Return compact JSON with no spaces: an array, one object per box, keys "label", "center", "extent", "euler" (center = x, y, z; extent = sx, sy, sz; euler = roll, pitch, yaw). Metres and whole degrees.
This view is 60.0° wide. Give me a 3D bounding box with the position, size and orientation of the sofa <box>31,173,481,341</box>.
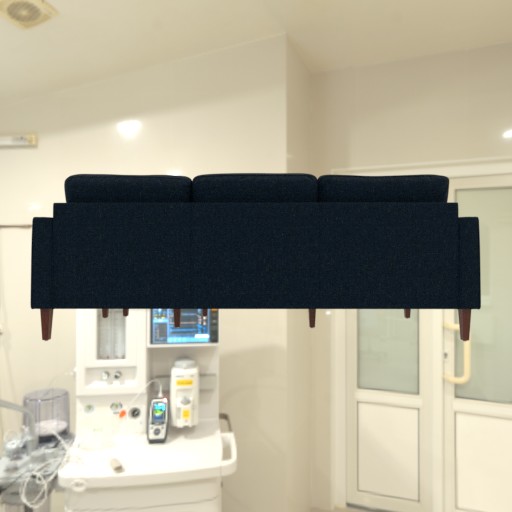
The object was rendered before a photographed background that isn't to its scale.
[{"label":"sofa","center":[0.000,0.000,2.912],"extent":[2.185,0.841,1.613],"euler":[0,0,0]}]
